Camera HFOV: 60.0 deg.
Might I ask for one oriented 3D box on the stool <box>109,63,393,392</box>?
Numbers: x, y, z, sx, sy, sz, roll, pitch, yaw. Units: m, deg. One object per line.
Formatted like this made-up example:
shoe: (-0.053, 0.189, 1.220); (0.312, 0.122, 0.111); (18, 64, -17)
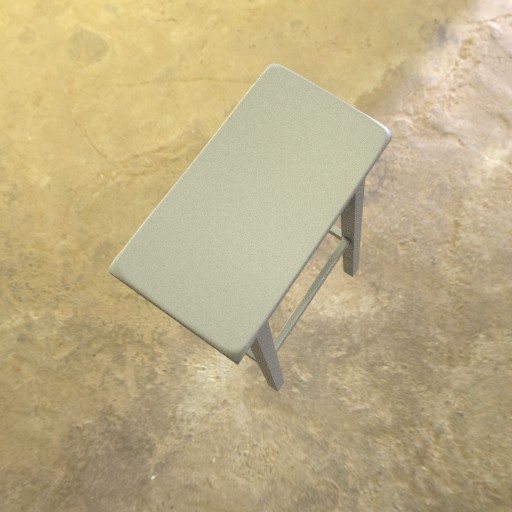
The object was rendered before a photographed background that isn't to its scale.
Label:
stool: (0.000, 0.000, 1.043); (0.476, 0.737, 0.457); (34, 78, 8)
